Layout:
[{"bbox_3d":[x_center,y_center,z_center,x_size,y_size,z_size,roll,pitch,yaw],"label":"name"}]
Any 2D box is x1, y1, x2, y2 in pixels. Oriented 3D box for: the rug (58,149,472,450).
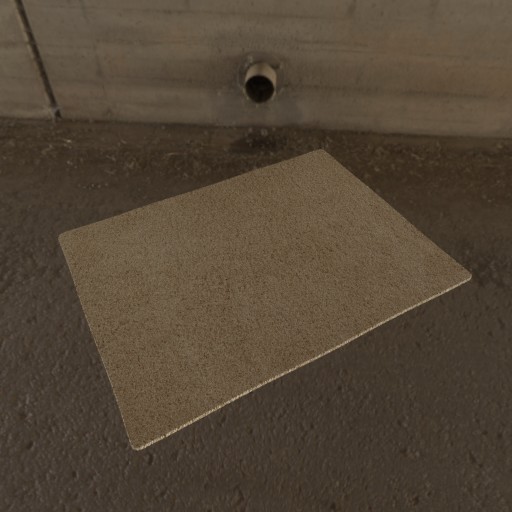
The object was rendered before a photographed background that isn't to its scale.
[{"bbox_3d":[0.000,0.000,2.115,1.600,0.025,1.199,-22,50,-20],"label":"rug"}]
